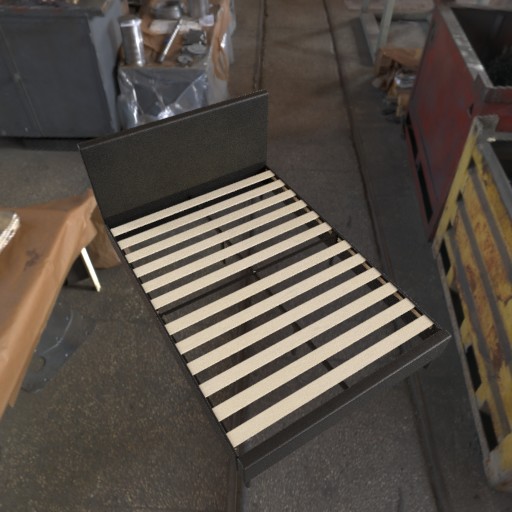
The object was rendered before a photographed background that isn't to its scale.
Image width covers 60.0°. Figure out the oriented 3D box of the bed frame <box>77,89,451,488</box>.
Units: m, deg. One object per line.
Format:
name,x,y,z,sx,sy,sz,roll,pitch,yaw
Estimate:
bed frame,0.000,0.000,2.941,1.469,1.046,2.152,-24,51,-21
